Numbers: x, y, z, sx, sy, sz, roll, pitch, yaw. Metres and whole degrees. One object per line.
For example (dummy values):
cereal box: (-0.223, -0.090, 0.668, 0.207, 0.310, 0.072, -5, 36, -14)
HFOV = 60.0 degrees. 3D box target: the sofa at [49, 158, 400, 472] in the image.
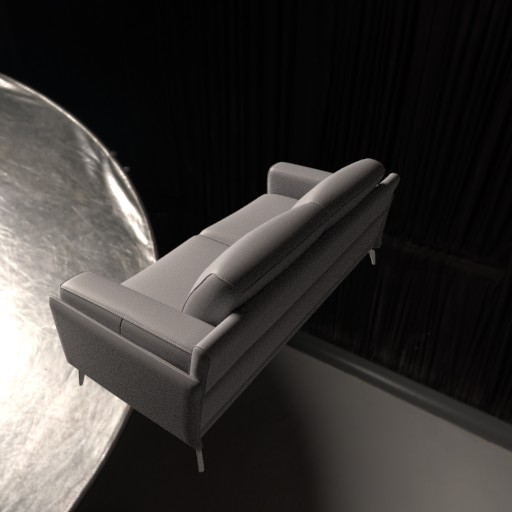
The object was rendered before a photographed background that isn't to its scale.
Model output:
sofa: (0.000, 0.000, 2.608, 0.969, 0.900, 2.100, 20, 37, 28)
